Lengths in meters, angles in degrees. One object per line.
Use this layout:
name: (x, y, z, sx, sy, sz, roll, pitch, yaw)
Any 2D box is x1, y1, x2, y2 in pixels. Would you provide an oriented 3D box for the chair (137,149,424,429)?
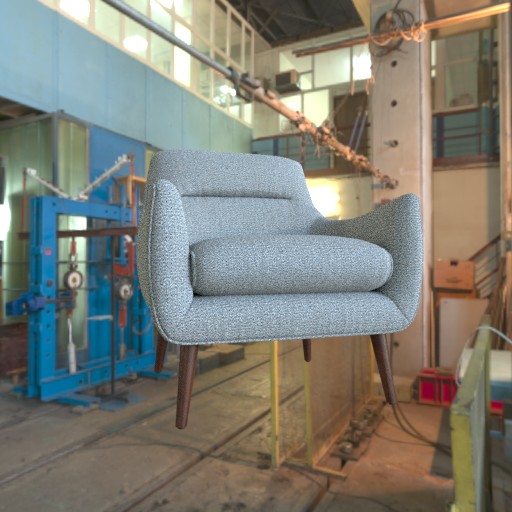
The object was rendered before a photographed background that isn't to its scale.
chair: (0.000, 0.000, 1.471, 0.762, 0.838, 0.787, 0, -1, -18)
